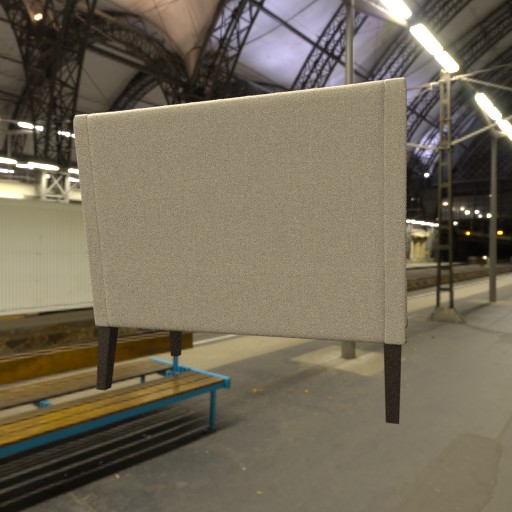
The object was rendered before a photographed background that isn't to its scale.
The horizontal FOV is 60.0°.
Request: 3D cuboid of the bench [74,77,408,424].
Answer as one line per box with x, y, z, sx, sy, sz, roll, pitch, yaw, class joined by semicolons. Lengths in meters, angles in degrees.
0.000;0.000;1.967;1.280;1.123;0.847;0;1;18;bench
